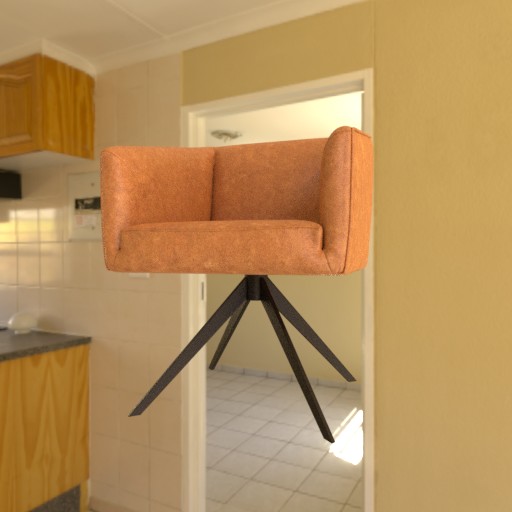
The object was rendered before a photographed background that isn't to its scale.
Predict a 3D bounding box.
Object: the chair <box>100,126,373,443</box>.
[{"bbox_3d":[0.000,0.000,1.200,0.588,0.760,0.625,0,0,18],"label":"chair"}]
